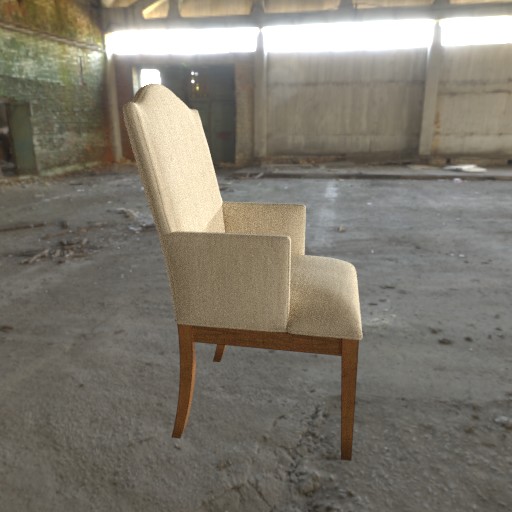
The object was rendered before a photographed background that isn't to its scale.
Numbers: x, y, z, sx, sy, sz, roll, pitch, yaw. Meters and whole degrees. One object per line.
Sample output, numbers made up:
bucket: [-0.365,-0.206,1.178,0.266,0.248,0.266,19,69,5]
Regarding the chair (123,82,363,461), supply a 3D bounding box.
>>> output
chair: [0.000,0.000,1.375,0.641,1.016,0.533,3,17,10]
